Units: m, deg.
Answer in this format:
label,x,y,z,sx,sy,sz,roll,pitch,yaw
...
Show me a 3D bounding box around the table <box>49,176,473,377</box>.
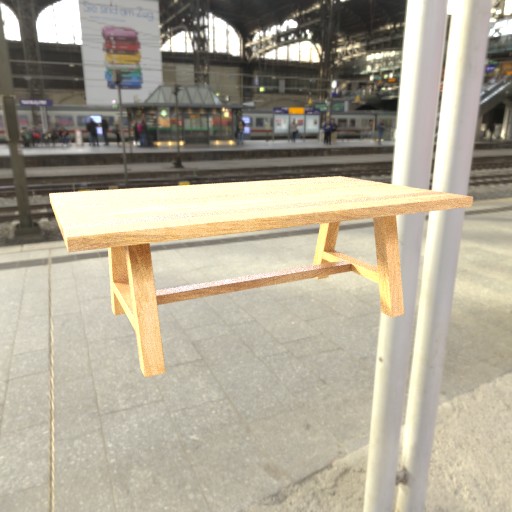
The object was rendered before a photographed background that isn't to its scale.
label,x,y,z,sx,sy,sz,roll,pitch,yaw
table,0.000,0.000,1.653,1.320,0.455,0.760,-8,18,-26
